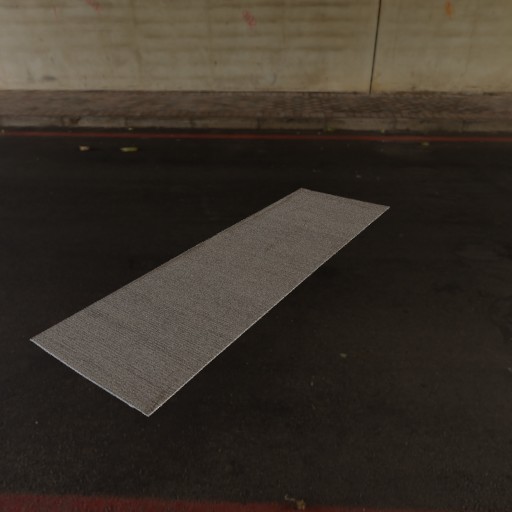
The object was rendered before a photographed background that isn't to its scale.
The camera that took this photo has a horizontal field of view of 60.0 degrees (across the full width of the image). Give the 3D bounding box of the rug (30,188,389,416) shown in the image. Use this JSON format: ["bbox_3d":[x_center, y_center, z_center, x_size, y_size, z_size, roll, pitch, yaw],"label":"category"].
[{"bbox_3d":[0.000,0.000,2.600,0.741,0.014,2.390,18,33,30],"label":"rug"}]
